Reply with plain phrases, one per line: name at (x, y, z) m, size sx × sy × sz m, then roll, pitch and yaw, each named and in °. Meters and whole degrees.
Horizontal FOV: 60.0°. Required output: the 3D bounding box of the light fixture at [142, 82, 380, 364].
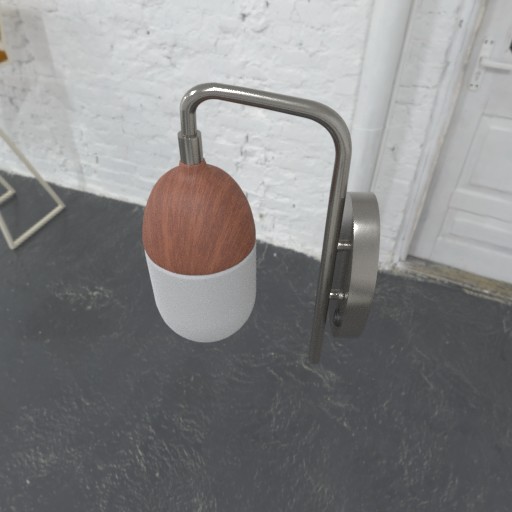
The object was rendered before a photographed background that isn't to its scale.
light fixture at (0.000, 0.000, 0.444) m, size 0.216 × 0.343 × 0.108 m, roll 1°, pitch 41°, yaw 1°
